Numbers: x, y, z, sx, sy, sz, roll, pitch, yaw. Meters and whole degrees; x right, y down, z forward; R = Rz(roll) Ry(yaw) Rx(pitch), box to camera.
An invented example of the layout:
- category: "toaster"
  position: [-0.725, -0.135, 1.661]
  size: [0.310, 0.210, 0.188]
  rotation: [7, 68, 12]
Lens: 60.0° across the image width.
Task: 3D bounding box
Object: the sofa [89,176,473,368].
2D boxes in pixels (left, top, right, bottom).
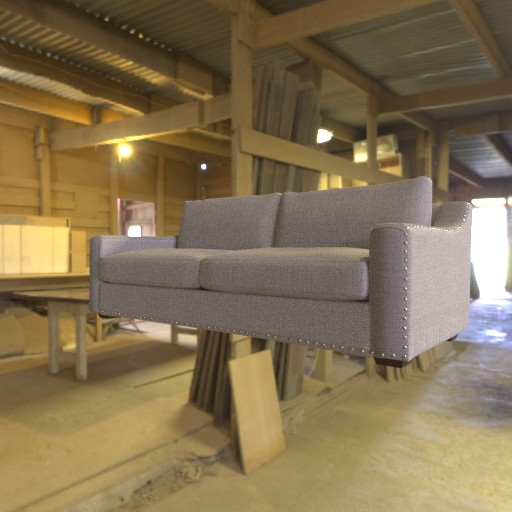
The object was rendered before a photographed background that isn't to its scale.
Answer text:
- category: "sofa"
  position: [0.000, 0.000, 2.698]
  size: [2.208, 0.857, 1.000]
  rotation: [0, 1, 39]
